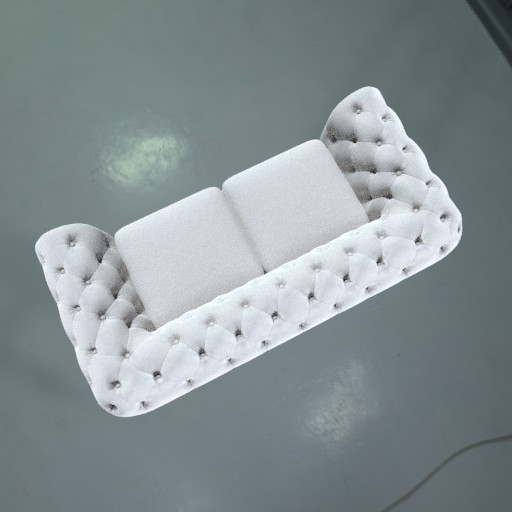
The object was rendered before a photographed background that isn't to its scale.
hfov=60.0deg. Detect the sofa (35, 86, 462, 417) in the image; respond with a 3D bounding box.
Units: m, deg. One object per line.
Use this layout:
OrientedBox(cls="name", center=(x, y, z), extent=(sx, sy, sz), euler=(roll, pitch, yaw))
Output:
OrientedBox(cls="sofa", center=(0.000, 0.000, 2.447), extent=(1.998, 0.764, 0.986), euler=(-26, 77, -7))
